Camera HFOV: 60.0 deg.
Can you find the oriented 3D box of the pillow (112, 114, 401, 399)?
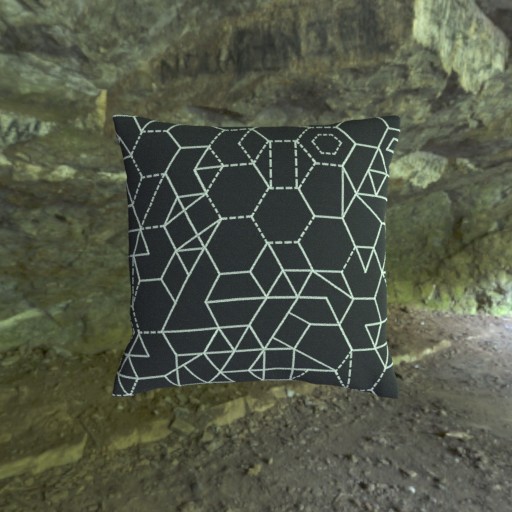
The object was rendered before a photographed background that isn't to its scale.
[{"bbox_3d":[0.000,0.000,0.797,0.517,0.508,0.158,0,0,0],"label":"pillow"}]
